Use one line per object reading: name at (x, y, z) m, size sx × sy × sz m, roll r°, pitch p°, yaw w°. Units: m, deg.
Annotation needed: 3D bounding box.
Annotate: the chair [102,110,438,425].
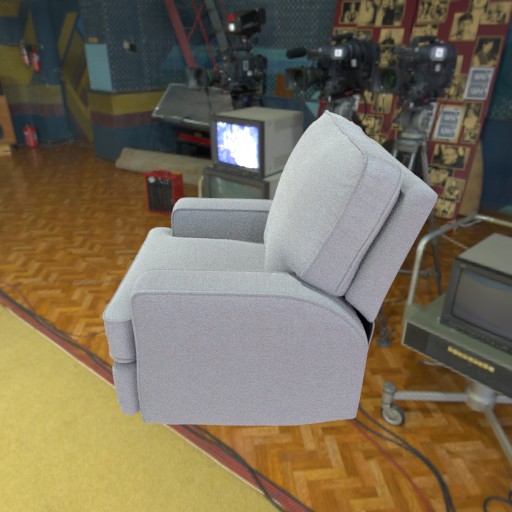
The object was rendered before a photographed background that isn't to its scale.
chair at (0.000, 0.000, 1.656) m, size 0.969 × 0.964 × 0.861 m, roll 0°, pitch 26°, yaw 0°
